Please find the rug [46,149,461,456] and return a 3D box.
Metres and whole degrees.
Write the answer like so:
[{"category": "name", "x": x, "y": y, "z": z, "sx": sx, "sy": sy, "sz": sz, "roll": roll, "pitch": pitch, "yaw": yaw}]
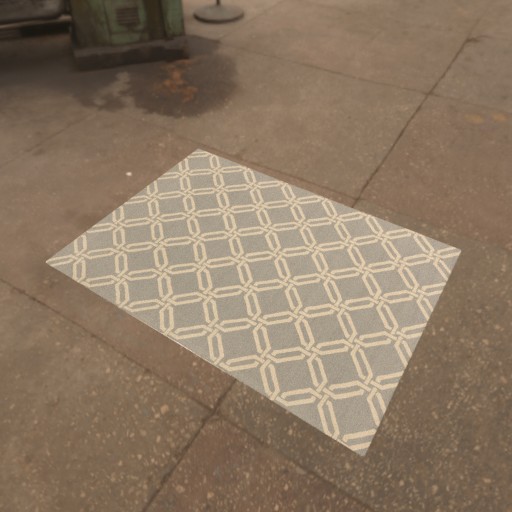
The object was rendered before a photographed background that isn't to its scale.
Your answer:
[{"category": "rug", "x": 0.000, "y": 0.000, "z": 2.782, "sx": 2.133, "sy": 0.013, "sz": 1.522, "roll": 25, "pitch": 51, "yaw": 22}]
